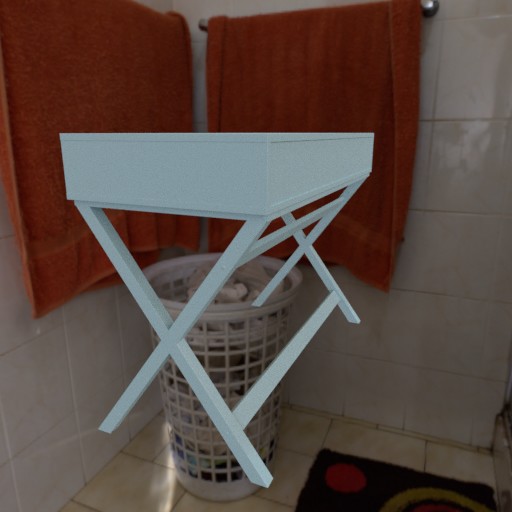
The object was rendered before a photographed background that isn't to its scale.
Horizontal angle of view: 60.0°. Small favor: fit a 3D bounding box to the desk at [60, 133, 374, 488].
[{"bbox_3d":[0.000,0.000,1.461,0.525,0.780,1.057,7,17,23],"label":"desk"}]
